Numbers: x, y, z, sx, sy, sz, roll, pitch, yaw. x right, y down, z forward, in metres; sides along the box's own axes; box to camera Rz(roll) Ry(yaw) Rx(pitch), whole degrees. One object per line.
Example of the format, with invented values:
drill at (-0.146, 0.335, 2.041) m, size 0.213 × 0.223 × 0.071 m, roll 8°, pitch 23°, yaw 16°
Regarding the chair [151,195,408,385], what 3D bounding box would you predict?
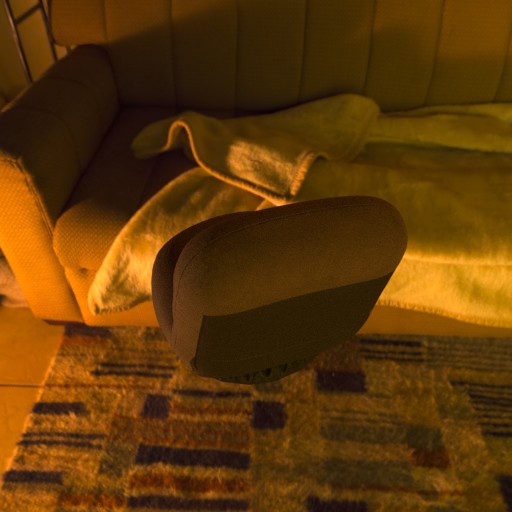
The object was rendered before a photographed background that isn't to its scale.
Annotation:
chair at (0.000, 0.000, 1.067) m, size 0.521 × 0.594 × 0.597 m, roll -12°, pitch 43°, yaw -13°
